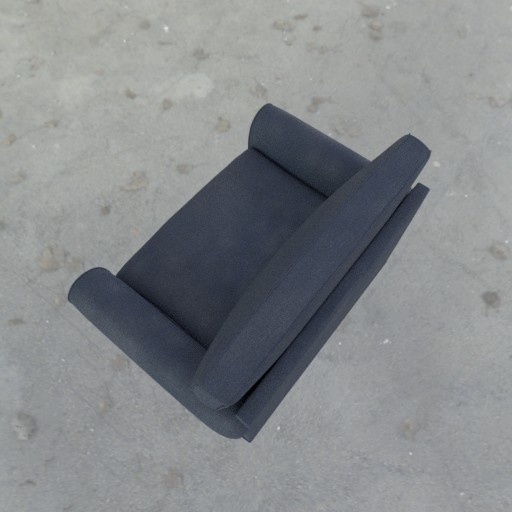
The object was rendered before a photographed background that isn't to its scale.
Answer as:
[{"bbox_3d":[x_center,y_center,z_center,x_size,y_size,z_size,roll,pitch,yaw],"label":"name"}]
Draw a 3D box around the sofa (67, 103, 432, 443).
[{"bbox_3d":[0.000,0.000,2.063,0.938,1.004,1.405,36,69,16],"label":"sofa"}]
